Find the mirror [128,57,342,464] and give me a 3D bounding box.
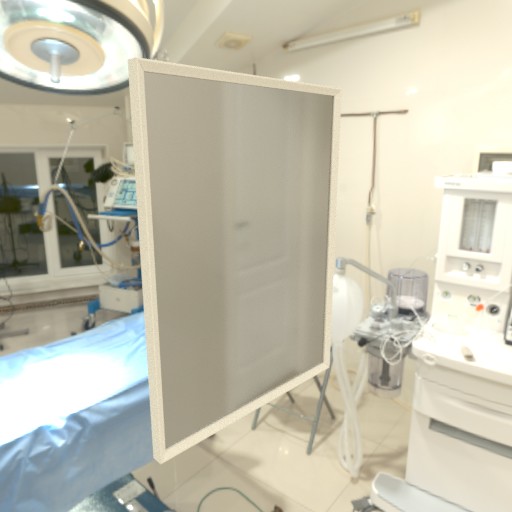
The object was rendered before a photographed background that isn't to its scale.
[{"bbox_3d":[0.000,0.000,1.344,0.762,1.016,0.041,-14,19,-43],"label":"mirror"}]
